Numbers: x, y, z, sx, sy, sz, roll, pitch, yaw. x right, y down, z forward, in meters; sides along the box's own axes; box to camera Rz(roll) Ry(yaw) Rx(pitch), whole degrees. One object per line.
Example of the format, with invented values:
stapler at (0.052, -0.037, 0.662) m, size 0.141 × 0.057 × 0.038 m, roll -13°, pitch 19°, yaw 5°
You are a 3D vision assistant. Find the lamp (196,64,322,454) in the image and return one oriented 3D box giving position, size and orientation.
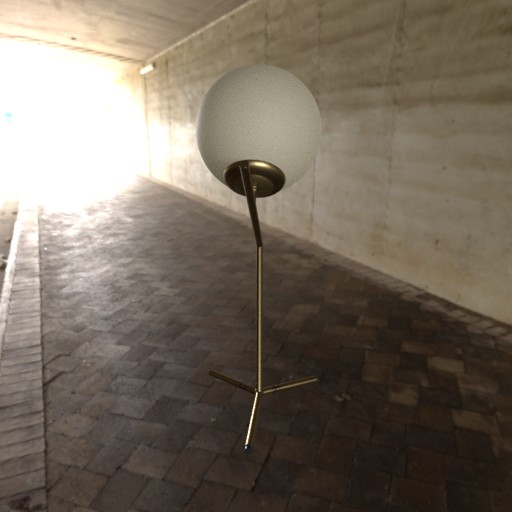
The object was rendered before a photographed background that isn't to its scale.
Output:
lamp at (0.000, 0.000, 0.681) m, size 0.210 × 0.552 × 0.251 m, roll 2°, pitch 16°, yaw 7°
